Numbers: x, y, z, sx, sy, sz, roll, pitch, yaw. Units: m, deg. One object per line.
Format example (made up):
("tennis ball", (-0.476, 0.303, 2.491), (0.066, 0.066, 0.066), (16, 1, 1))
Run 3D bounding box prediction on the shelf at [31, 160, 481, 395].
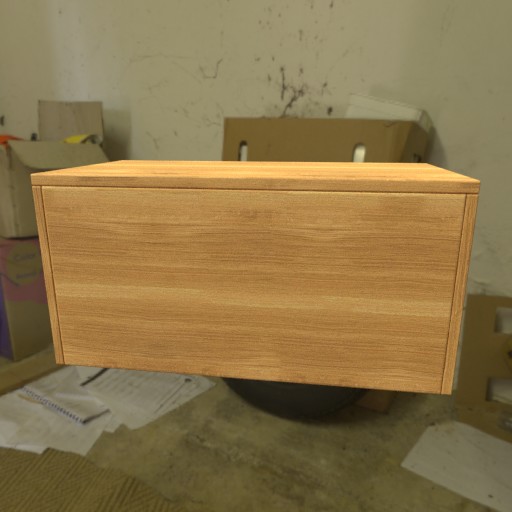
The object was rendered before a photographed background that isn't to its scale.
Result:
("shelf", (0.000, 0.000, 1.022), (0.800, 0.400, 0.400), (2, 16, 8))
